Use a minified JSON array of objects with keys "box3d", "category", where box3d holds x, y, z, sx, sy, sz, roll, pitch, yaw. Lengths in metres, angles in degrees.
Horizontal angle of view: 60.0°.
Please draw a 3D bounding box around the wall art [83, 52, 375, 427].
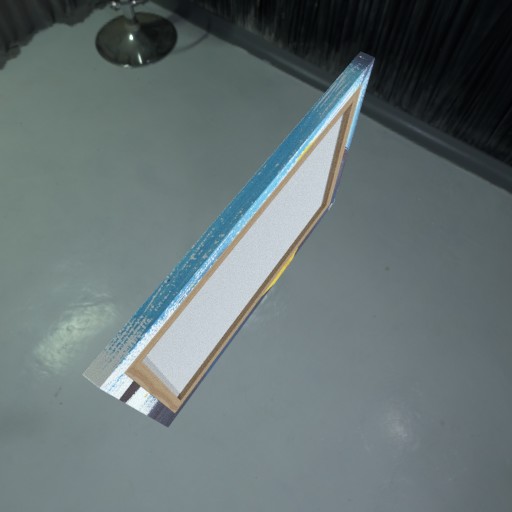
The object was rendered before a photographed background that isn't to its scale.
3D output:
[{"box3d":[0.000,0.000,1.142,0.039,0.610,0.914,32,68,15],"category":"wall art"}]
